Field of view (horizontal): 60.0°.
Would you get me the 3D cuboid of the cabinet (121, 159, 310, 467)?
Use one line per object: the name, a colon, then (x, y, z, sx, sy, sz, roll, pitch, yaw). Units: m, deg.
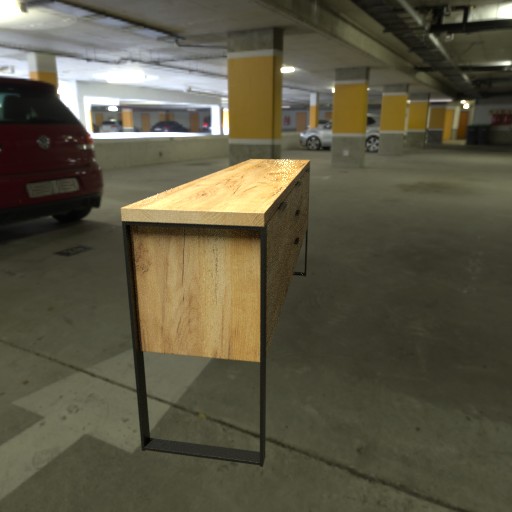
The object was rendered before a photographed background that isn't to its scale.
cabinet: (0.000, 0.000, 2.085, 0.395, 0.762, 1.800, 3, 17, 10)
